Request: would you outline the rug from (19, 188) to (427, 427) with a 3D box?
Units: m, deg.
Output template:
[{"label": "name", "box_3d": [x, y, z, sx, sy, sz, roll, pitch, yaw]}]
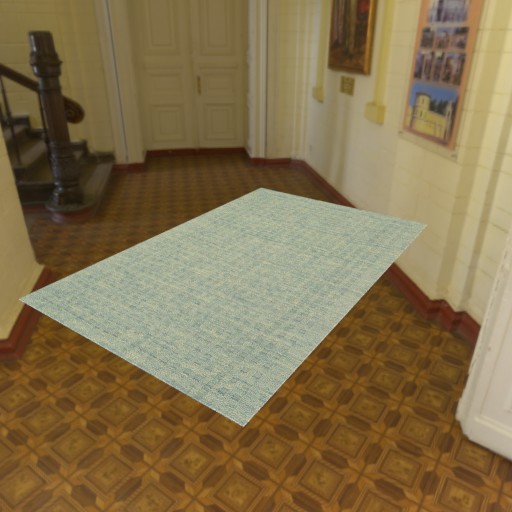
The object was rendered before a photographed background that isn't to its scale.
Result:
[{"label": "rug", "box_3d": [0.000, 0.000, 2.164, 1.142, 0.006, 1.752, 18, 32, 31]}]
